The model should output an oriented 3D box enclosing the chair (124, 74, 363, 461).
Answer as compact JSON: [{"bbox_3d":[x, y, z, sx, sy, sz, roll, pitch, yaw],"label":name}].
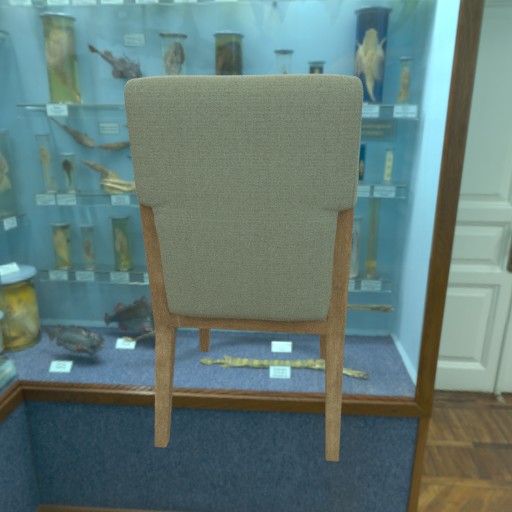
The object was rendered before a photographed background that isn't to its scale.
[{"bbox_3d":[0.000,0.000,1.264,0.507,0.911,0.586,2,17,6],"label":"chair"}]
